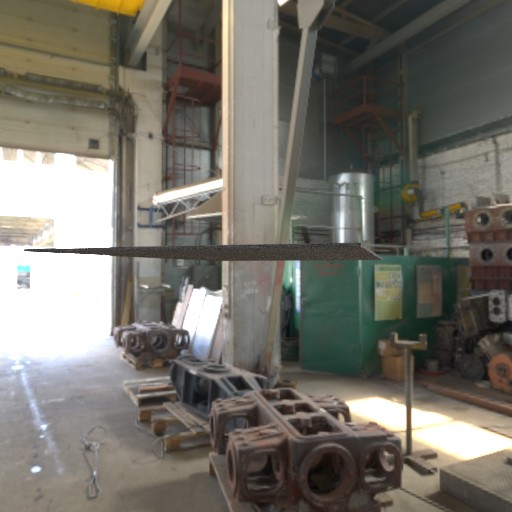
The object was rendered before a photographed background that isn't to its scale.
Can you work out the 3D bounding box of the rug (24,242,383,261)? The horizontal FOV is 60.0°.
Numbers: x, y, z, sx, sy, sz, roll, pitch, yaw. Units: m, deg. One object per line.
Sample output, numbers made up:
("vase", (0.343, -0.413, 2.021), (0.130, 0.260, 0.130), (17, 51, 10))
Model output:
("rug", (0.000, 0.000, 2.306), (1.208, 0.012, 1.819), (-1, -2, 18))
